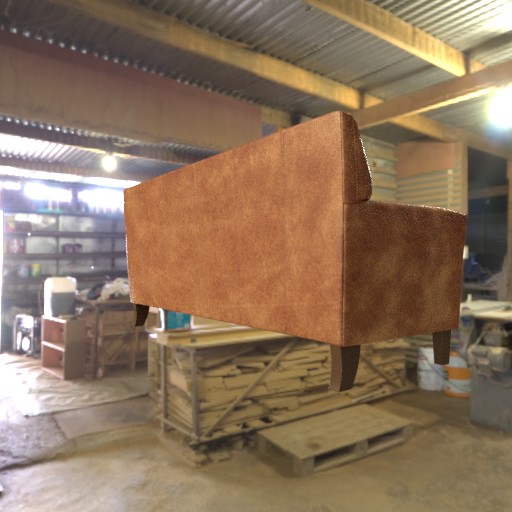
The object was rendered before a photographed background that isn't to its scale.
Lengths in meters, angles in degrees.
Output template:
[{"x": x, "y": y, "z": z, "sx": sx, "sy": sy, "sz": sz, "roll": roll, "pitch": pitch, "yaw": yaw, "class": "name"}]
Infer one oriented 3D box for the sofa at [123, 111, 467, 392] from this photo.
[{"x": 0.000, "y": 0.000, "z": 2.488, "sx": 0.805, "sy": 0.947, "sz": 2.053, "roll": 0, "pitch": -1, "yaw": -36, "class": "sofa"}]
